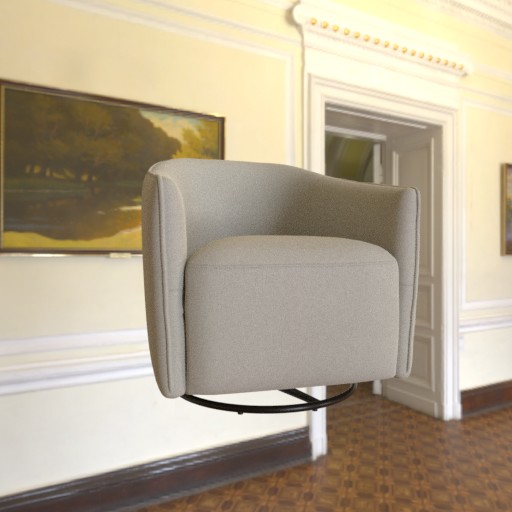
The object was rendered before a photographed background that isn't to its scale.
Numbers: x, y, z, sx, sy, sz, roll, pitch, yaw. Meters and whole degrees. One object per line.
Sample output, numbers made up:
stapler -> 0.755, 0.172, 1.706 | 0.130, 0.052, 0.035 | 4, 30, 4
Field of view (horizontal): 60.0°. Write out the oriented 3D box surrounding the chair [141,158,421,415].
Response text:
chair -> 0.000, 0.000, 1.483 | 0.747, 0.799, 0.875 | 0, 0, -16
